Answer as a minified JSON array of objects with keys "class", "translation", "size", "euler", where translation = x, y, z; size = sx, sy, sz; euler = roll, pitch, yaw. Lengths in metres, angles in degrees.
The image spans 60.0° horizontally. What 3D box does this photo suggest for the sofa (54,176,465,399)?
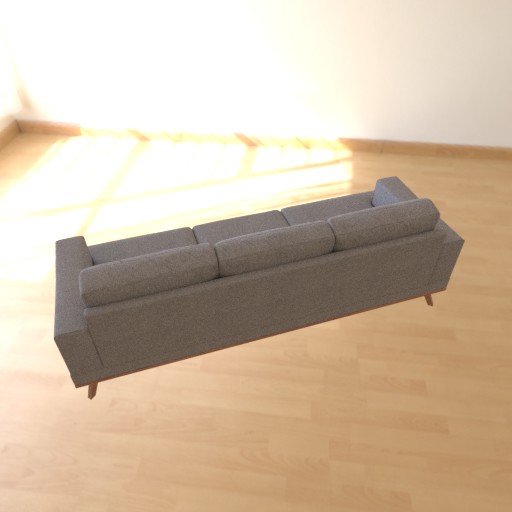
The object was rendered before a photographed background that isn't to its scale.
[{"class":"sofa","translation":[0.000,0.000,2.766],"size":[2.310,0.810,0.920],"euler":[-12,43,-13]}]
